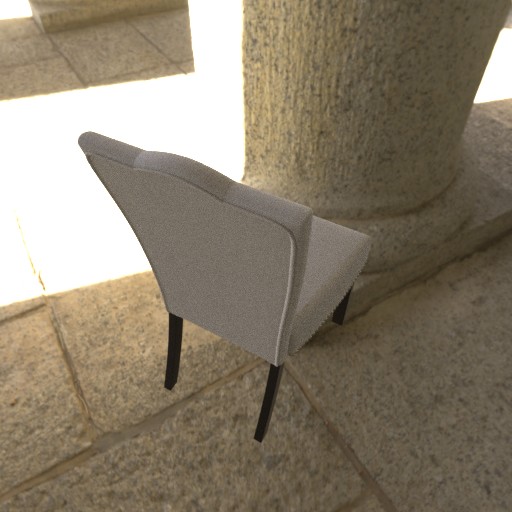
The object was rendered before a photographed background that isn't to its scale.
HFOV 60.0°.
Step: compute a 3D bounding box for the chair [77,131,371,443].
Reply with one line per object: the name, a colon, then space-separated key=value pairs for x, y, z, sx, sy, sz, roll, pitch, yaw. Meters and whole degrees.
chair: x=0.000 y=0.000 z=1.258 sx=0.518 sy=0.946 sz=0.589 roll=22 pitch=50 yaw=20
